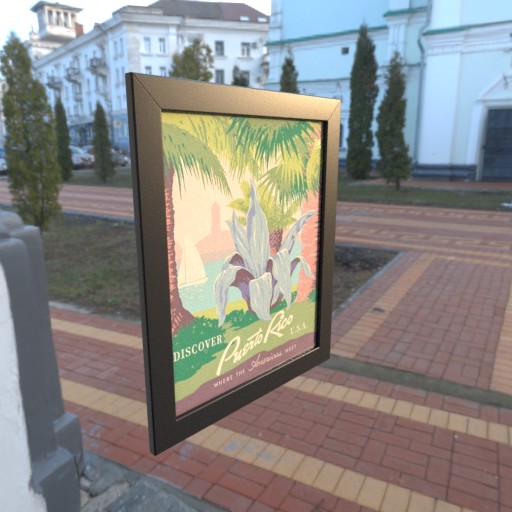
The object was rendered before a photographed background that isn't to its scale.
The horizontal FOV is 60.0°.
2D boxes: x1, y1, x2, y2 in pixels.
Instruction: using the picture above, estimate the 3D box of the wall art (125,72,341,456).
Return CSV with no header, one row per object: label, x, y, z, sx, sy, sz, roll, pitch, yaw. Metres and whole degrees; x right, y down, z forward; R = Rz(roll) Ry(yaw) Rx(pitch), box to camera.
wall art,0.000,0.000,0.819,0.018,0.582,0.481,13,19,43
